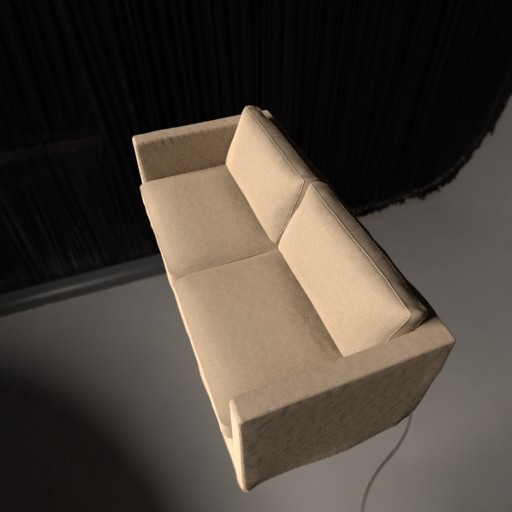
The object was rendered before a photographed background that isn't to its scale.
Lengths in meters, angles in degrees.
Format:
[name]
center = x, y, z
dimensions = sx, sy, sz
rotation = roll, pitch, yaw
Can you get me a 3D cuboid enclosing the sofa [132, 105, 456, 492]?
[sofa]
center = 0.000, 0.000, 2.446
dimensions = 0.956, 0.847, 1.987
rotation = -16, 49, -15
